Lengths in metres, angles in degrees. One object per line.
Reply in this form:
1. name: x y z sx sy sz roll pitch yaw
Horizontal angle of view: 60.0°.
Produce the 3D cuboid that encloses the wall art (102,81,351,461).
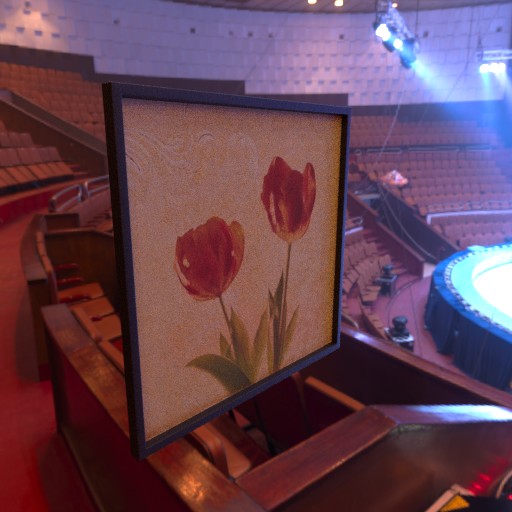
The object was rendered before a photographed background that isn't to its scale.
1. wall art: 0.000 0.000 1.198 0.043 0.807 0.805 13 19 42
